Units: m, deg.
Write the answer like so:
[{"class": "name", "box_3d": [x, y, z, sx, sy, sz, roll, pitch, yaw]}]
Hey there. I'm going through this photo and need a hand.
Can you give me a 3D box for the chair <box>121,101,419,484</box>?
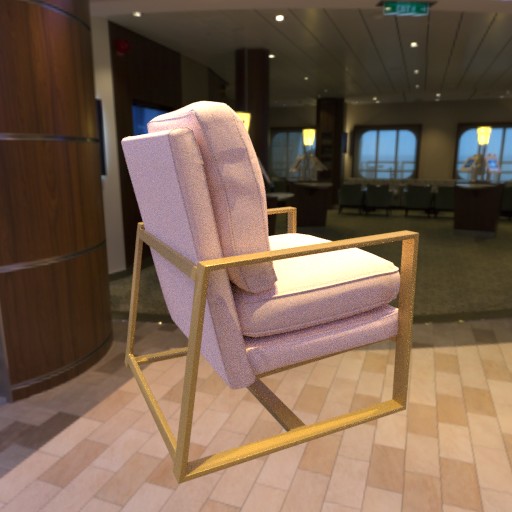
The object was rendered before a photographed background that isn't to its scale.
[{"class": "chair", "box_3d": [0.000, 0.000, 1.526, 0.813, 0.956, 0.758, -6, 14, -25]}]
